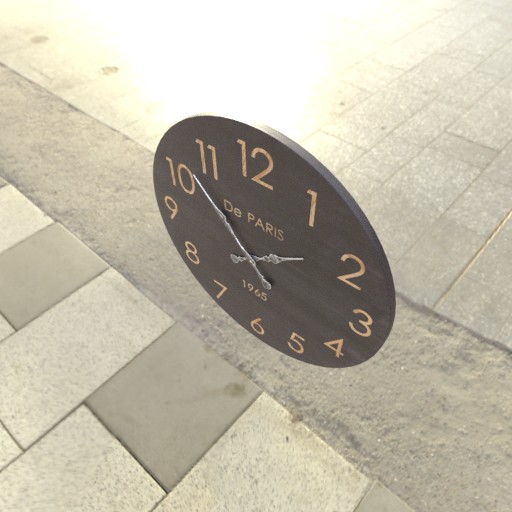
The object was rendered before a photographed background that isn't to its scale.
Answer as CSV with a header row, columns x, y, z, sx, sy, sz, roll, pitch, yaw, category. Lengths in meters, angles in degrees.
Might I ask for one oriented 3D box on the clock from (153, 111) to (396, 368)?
x,y,z,sx,sy,sz,roll,pitch,yaw,category
0.000,0.000,0.902,0.595,0.595,0.029,31,55,25,clock
